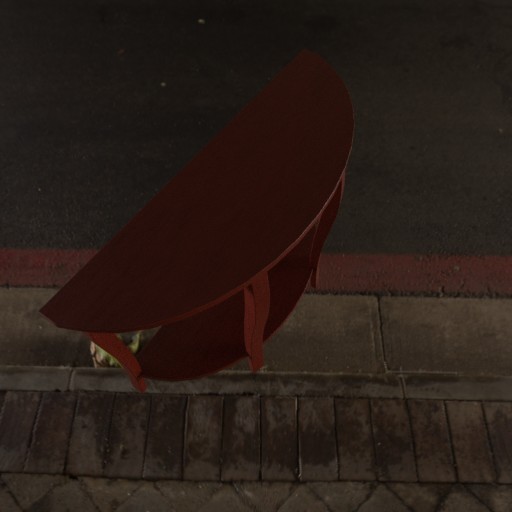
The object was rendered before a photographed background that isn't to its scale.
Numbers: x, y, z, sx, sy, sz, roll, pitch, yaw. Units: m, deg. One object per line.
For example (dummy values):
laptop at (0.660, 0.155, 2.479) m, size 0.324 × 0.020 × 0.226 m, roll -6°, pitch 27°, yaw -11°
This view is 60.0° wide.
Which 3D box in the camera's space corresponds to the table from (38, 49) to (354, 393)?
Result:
table at (0.000, 0.000, 1.566) m, size 0.405 × 0.779 × 1.219 m, roll 29°, pitch 62°, yaw 17°
